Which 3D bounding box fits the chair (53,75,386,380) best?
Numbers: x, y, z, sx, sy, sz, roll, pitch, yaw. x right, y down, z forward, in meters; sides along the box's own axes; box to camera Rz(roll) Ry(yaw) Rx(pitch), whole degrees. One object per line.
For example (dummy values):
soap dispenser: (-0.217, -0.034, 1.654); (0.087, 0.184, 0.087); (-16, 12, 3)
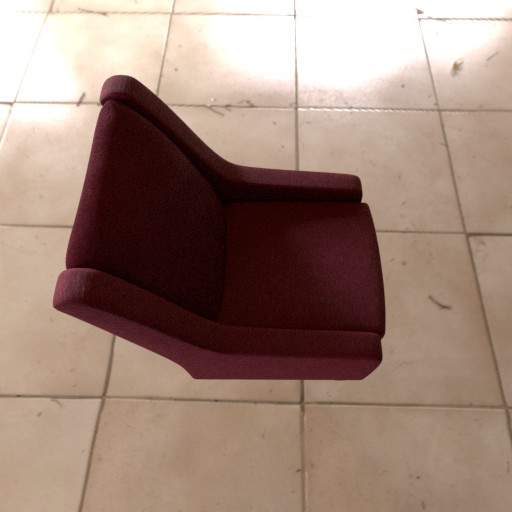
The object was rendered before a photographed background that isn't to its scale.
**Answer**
chair: (0.000, 0.000, 1.664); (0.985, 1.017, 0.793); (0, 63, 0)
